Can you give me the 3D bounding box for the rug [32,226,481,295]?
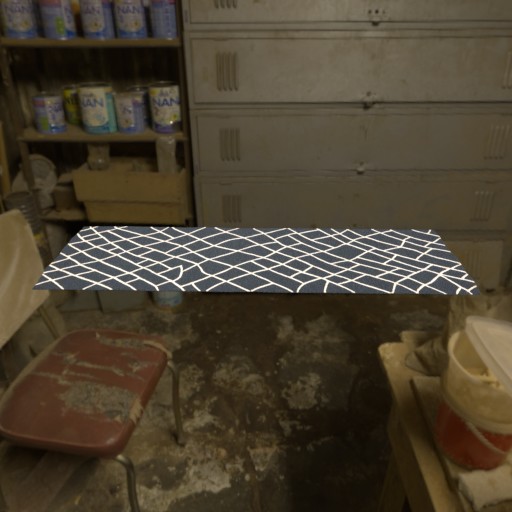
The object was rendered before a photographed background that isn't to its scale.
[{"bbox_3d":[0.000,0.000,2.756,2.476,0.010,0.807,1,29,1],"label":"rug"}]
